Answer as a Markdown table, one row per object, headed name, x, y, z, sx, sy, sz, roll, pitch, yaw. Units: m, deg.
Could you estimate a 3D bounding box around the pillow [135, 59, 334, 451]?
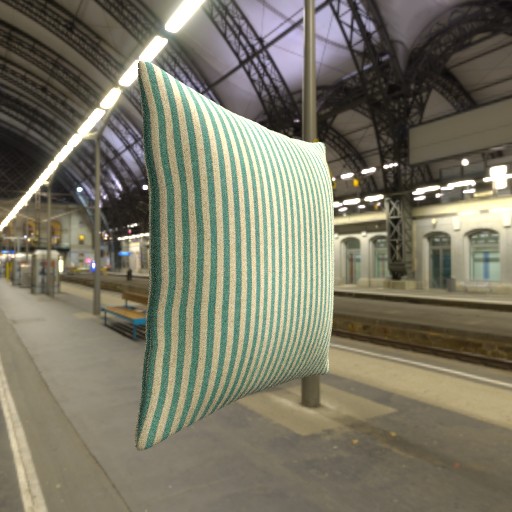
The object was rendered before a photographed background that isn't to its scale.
| name | x | y | z | sx | sy | sz | roll | pitch | yaw |
| --- | --- | --- | --- | --- | --- | --- | --- | --- | --- |
| pillow | 0.000 | 0.000 | 0.776 | 0.166 | 0.510 | 0.523 | -1 | -1 | 36 |
